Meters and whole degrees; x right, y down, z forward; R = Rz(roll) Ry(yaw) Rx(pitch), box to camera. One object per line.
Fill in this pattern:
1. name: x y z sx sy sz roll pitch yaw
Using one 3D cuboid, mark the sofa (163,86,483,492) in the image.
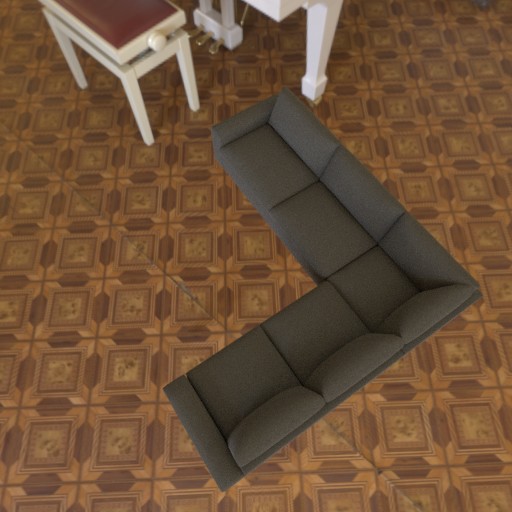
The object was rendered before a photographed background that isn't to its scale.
1. sofa: 0.000 0.000 4.597 2.895 0.965 3.277 -31 68 -14
